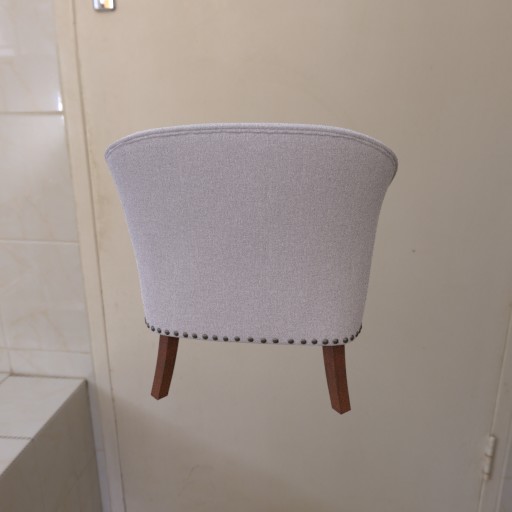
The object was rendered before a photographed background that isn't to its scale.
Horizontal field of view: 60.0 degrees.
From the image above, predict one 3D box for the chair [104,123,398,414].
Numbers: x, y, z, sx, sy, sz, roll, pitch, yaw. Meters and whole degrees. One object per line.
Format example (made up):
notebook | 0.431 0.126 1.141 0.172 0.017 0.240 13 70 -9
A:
chair | 0.000 0.000 1.437 0.798 0.815 0.704 2 16 8
